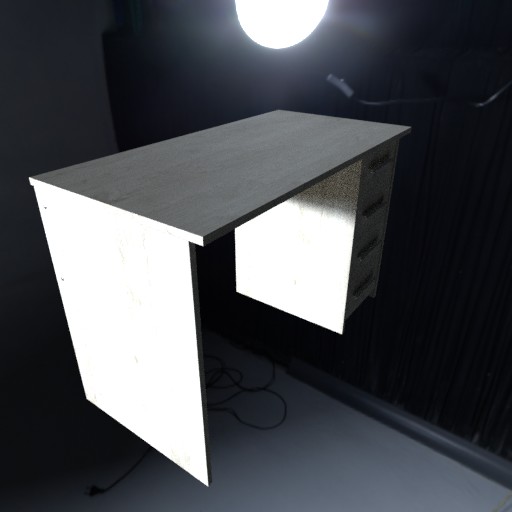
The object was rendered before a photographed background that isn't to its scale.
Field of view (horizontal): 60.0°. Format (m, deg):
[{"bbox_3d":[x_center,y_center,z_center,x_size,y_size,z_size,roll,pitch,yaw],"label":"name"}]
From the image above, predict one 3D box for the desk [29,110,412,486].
[{"bbox_3d":[0.000,0.000,1.486,0.560,0.730,1.096,19,34,31],"label":"desk"}]
